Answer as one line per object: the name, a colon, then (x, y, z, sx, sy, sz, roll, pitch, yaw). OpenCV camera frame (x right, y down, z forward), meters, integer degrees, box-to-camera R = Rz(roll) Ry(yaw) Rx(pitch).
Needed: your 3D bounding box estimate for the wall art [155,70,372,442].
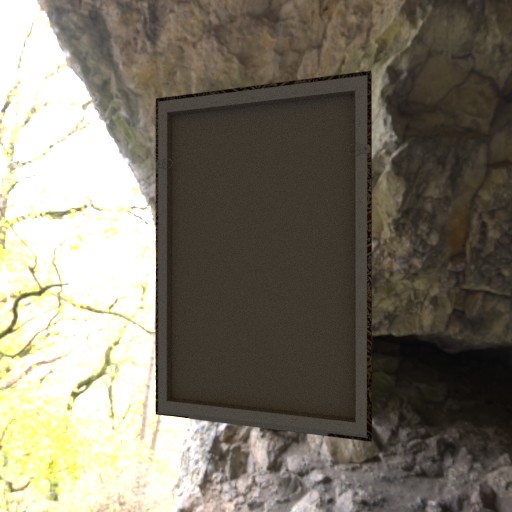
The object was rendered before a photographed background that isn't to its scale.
wall art: (0.000, 0.000, 0.785, 0.397, 0.599, 0.020, 0, 0, 18)
